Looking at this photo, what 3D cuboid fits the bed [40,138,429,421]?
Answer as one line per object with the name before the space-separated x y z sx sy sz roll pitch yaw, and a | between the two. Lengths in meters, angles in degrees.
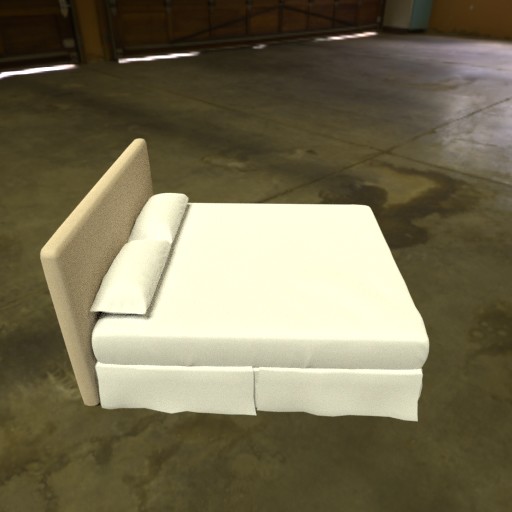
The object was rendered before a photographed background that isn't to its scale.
bed | 0.000 0.000 3.558 2.319 1.317 2.119 1 32 1
